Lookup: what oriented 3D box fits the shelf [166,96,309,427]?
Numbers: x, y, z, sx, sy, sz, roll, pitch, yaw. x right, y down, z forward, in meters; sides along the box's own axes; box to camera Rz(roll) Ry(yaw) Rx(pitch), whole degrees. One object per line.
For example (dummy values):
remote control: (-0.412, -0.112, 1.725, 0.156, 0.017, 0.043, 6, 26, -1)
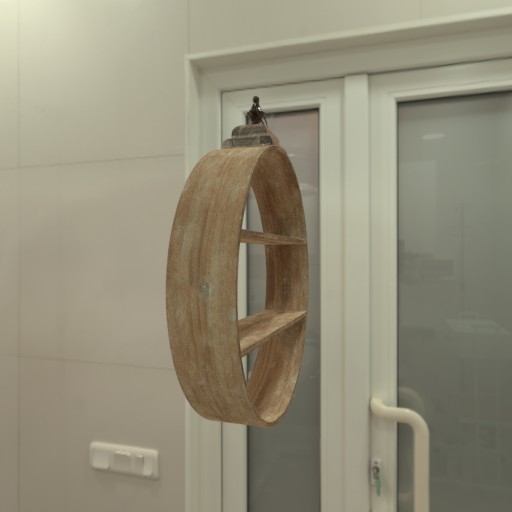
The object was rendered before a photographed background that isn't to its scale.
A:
shelf: (0.000, 0.000, 1.007, 0.125, 0.725, 0.601, 0, 0, 18)
